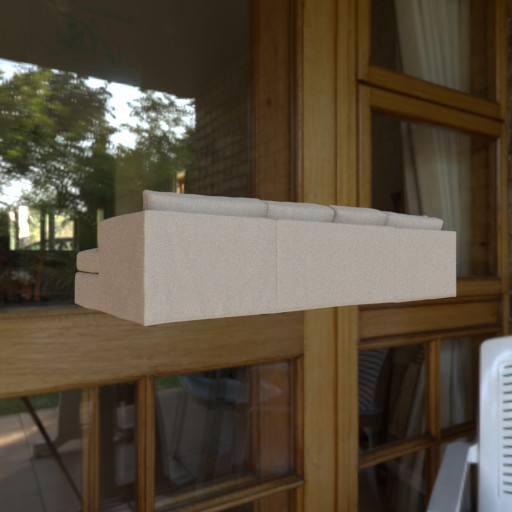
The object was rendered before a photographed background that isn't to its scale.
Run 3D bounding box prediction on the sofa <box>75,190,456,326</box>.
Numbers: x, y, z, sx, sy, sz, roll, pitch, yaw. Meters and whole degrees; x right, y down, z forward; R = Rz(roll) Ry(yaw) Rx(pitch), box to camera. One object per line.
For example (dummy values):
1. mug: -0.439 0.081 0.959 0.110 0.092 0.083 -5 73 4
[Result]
1. sofa: 0.000 0.000 4.608 3.460 0.882 2.427 0 0 -36
